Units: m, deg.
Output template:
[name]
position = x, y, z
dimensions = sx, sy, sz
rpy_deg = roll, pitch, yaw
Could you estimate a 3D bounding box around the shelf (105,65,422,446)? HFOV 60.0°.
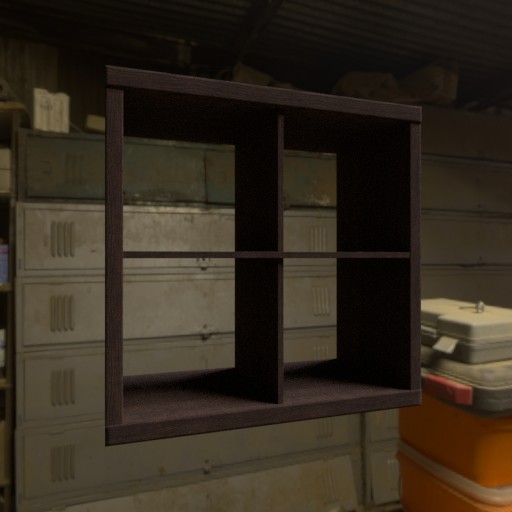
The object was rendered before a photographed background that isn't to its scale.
[shelf]
position = 0.000, 0.000, 1.225
dimensions = 0.790, 0.786, 0.390
rpy_deg = 0, 0, -19
